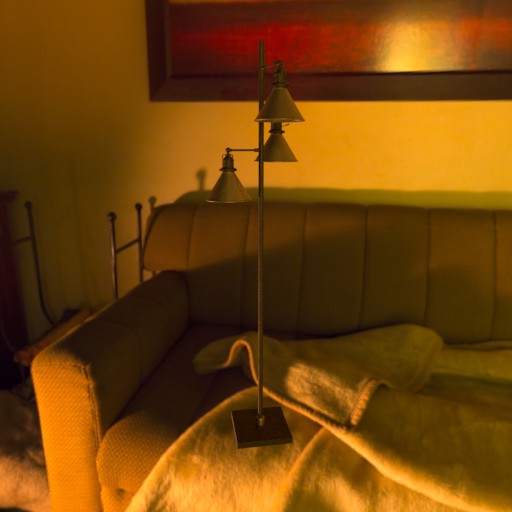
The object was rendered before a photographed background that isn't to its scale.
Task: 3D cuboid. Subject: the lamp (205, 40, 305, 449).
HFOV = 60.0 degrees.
[{"bbox_3d":[0.000,0.000,1.910,0.415,1.716,0.428,-2,14,-9],"label":"lamp"}]
